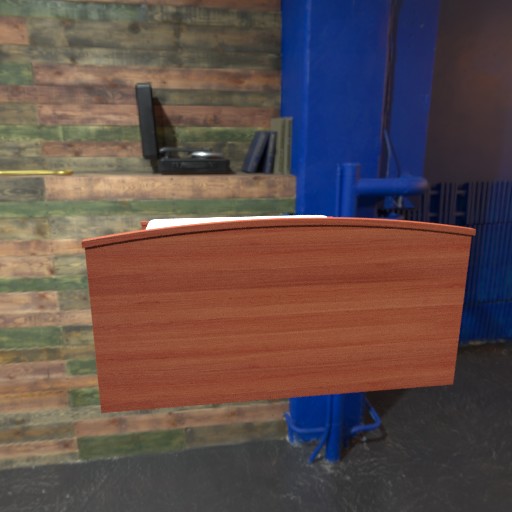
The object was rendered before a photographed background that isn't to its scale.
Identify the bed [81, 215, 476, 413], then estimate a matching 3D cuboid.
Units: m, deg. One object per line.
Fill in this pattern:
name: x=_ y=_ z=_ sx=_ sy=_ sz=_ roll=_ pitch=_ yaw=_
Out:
bed: x=0.000 y=0.000 z=2.931 sx=1.683 sy=0.848 sz=2.053 roll=-2 pitch=15 yaw=-8
